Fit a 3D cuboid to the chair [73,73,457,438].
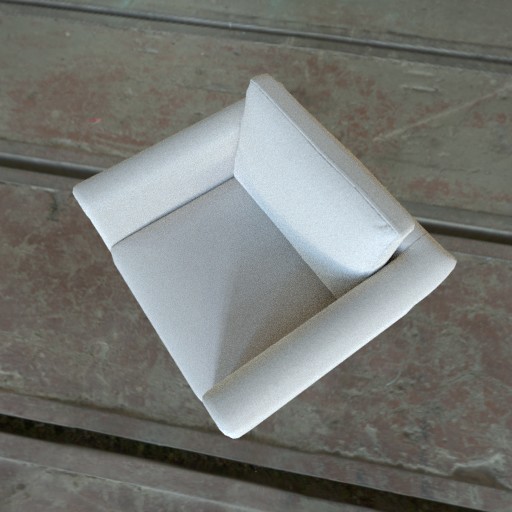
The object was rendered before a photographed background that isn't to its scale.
[{"bbox_3d":[0.000,0.000,1.656,0.896,0.915,0.982,-32,68,-15],"label":"chair"}]
